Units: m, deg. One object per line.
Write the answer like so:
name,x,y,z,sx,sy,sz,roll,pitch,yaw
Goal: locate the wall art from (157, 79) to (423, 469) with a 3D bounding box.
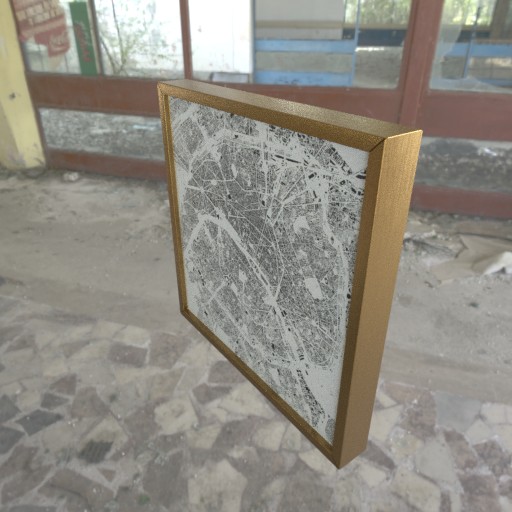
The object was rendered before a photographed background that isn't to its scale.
wall art,0.000,0.000,0.451,0.037,0.305,0.305,-20,34,-32
